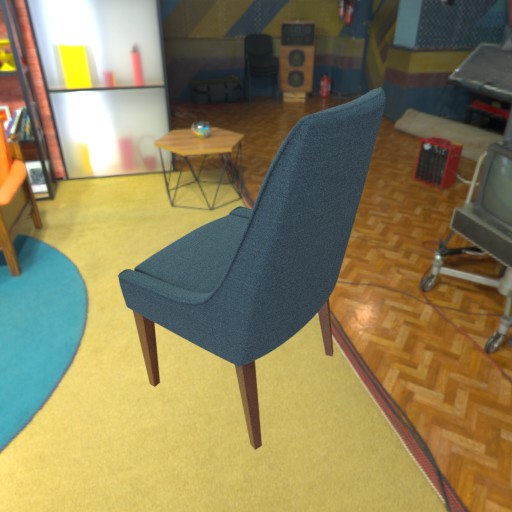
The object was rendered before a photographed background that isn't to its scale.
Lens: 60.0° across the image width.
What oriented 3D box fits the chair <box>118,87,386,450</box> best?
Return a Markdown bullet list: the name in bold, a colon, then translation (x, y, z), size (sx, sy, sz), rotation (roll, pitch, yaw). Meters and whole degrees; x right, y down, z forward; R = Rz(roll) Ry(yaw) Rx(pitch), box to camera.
- **chair**: translation (0.000, 0.000, 1.191), size (0.544, 0.861, 0.529), rotation (20, 36, 30)
